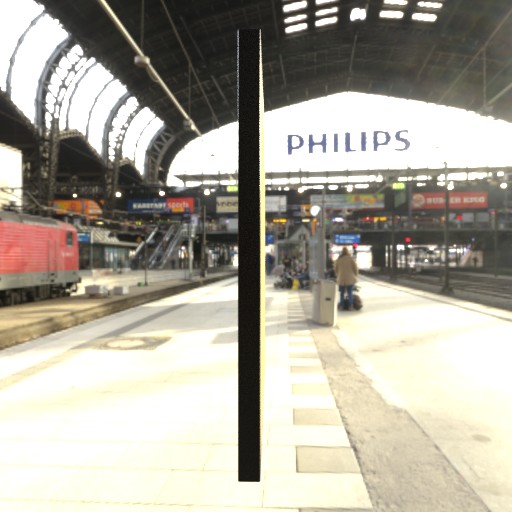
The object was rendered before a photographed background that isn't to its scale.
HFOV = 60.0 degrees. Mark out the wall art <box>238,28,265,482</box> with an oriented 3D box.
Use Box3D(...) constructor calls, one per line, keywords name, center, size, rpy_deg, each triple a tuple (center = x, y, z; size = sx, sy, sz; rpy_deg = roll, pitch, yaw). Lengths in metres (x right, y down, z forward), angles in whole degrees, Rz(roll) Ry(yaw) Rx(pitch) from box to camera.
Box3D(name="wall art", center=(0.000, 0.000, 1.120), size=(0.038, 0.761, 0.755), rpy_deg=(0, 0, 2))
